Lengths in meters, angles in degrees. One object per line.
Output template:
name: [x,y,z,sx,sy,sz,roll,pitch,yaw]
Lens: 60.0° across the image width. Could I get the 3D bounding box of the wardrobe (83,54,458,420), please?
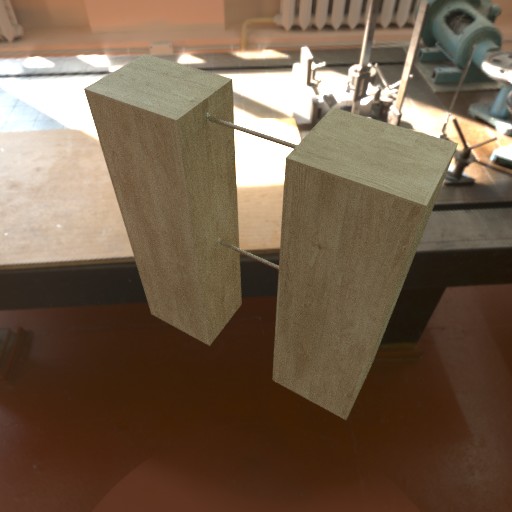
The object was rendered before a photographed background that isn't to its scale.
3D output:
wardrobe: [0.000,0.000,2.839,1.770,2.000,0.480,24,52,20]
